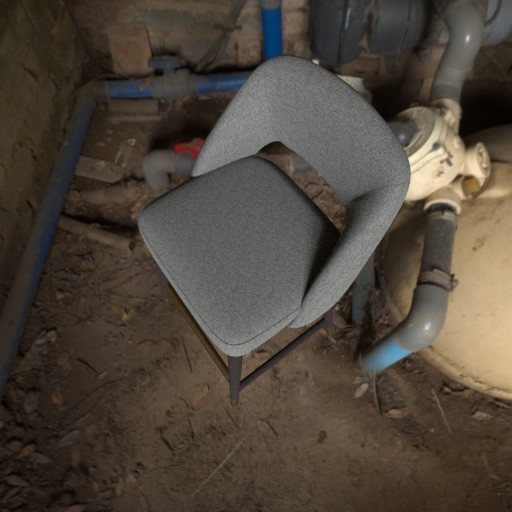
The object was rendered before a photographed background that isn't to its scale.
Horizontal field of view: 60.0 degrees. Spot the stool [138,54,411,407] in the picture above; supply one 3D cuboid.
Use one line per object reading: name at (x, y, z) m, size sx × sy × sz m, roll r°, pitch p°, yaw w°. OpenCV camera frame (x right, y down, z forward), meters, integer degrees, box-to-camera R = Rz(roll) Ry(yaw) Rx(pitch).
stool at (0.000, 0.000, 1.248) m, size 0.524 × 0.925 × 0.536 m, roll -32°, pitch 67°, yaw -16°
